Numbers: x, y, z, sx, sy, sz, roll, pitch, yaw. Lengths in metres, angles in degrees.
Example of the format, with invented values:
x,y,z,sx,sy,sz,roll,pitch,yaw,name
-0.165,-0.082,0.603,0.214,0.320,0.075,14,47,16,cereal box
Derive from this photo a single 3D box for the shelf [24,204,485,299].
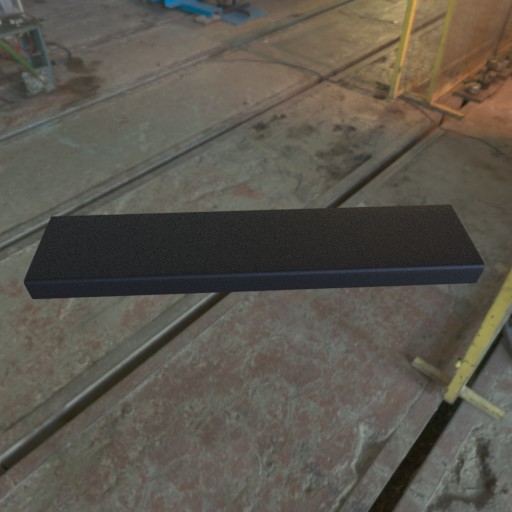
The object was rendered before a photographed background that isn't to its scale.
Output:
x,y,z,sx,sy,sz,roll,pitch,yaw,name
0.000,0.000,0.489,0.456,0.053,0.102,-2,45,-2,shelf
